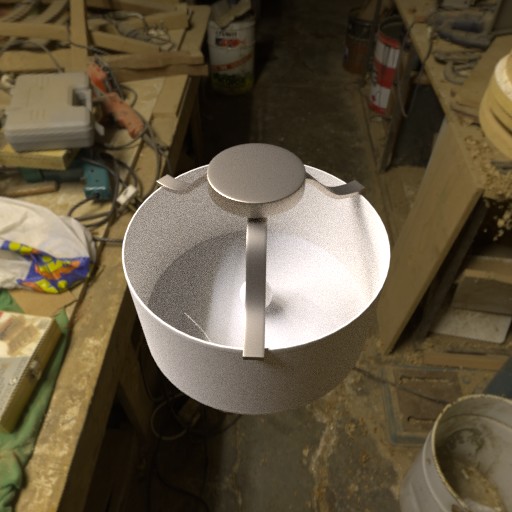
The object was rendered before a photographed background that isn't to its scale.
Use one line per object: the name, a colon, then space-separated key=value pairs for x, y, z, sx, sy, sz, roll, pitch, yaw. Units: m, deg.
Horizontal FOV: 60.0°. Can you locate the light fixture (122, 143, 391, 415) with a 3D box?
light fixture: x=0.000 y=0.000 z=0.666 sx=0.395 sy=0.304 sz=0.395 roll=0 pitch=47 yaw=0
